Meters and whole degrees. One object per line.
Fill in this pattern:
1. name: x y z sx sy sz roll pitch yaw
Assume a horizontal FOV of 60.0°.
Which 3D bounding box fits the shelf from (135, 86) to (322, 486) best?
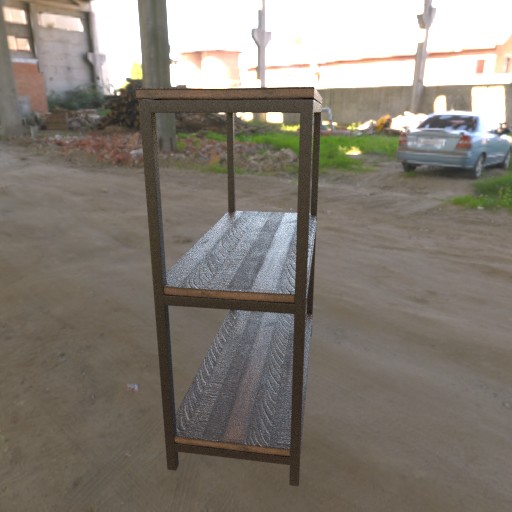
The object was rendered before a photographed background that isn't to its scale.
1. shelf: 0.000 0.000 1.383 0.352 0.947 0.822 3 18 9
